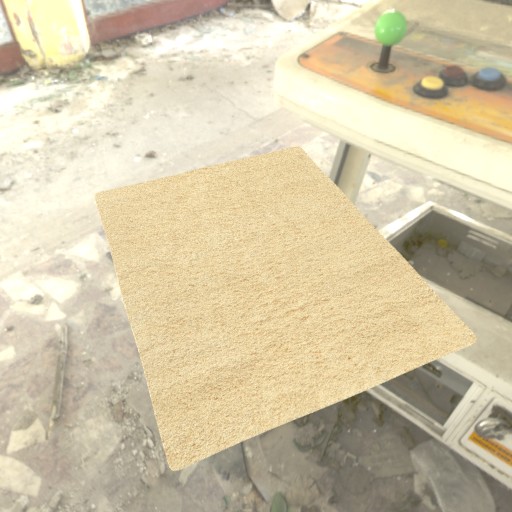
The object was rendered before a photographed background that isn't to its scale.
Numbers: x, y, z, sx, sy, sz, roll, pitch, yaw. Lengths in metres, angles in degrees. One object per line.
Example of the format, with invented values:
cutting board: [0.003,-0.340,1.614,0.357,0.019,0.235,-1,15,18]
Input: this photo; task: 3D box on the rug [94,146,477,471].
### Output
rug: [0.000,0.000,3.984,2.401,0.025,3.001,-17,48,-16]
